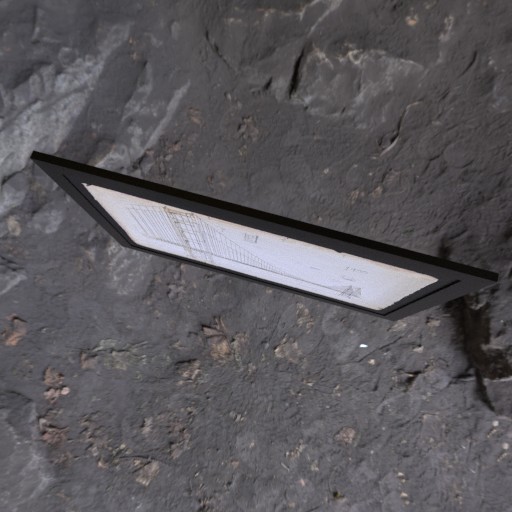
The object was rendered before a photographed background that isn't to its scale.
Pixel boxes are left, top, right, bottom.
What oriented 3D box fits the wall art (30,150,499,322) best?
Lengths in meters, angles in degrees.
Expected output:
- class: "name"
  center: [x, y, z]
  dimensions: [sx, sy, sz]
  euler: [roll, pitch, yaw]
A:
- class: "wall art"
  center: [0.000, 0.000, 0.820]
  dimensions: [0.660, 0.447, 0.013]
  euler: [15, 76, 4]
